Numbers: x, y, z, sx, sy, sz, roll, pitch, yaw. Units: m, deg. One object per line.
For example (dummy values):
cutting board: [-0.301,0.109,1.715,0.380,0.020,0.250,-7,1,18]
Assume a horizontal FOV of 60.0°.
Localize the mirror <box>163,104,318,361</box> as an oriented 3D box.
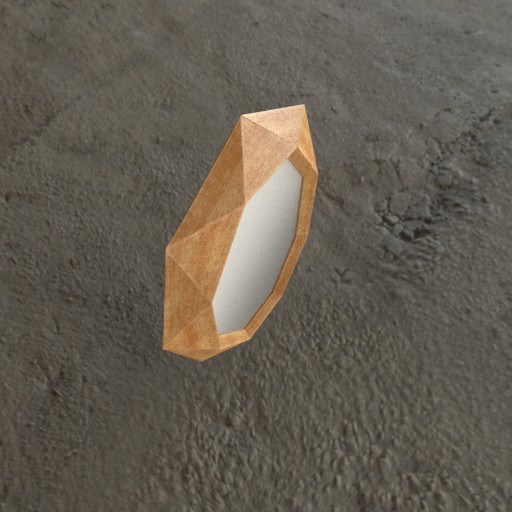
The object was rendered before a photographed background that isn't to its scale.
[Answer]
mirror: [0.000,0.000,1.010,0.070,0.774,0.577,30,63,18]
